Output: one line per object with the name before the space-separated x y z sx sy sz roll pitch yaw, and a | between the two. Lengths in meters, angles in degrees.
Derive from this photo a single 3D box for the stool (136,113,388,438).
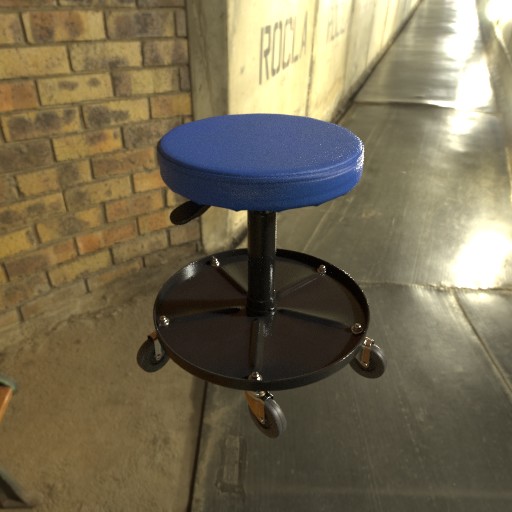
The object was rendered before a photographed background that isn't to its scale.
stool | 0.000 0.000 0.677 0.382 0.365 0.381 -22 37 -31
